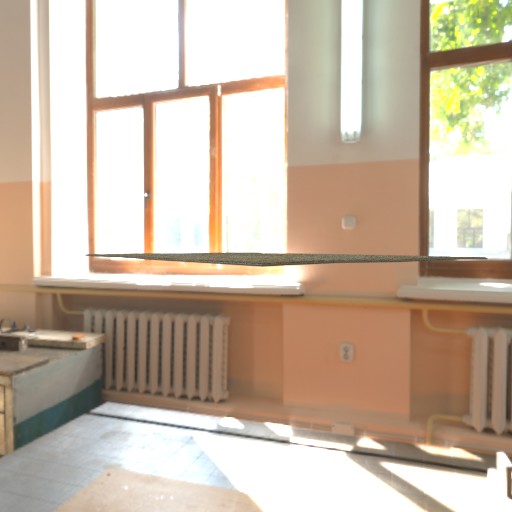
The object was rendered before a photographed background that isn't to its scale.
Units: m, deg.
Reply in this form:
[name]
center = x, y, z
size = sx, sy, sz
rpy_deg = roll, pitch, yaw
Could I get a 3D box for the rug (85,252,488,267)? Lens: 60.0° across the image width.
[rug]
center = 0.000, 0.000, 3.984
size = 2.158, 0.024, 3.063
rpy_deg = -1, 2, -36
